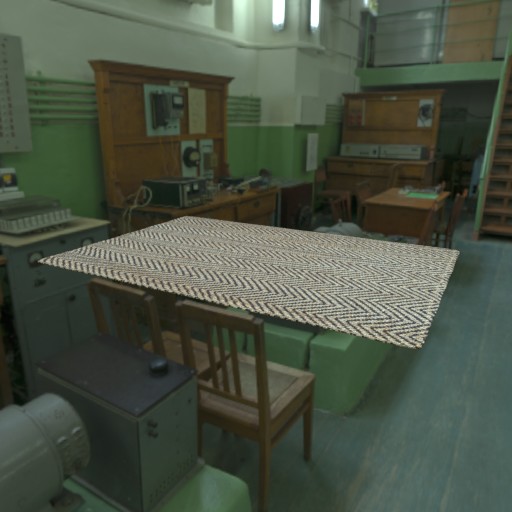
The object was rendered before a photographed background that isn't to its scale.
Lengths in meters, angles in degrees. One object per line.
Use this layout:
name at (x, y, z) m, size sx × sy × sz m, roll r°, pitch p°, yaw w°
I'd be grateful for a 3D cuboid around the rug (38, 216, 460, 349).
rug at (0.000, 0.000, 2.284) m, size 1.828 × 0.008 × 1.219 m, roll 9°, pitch 19°, yaw 27°
